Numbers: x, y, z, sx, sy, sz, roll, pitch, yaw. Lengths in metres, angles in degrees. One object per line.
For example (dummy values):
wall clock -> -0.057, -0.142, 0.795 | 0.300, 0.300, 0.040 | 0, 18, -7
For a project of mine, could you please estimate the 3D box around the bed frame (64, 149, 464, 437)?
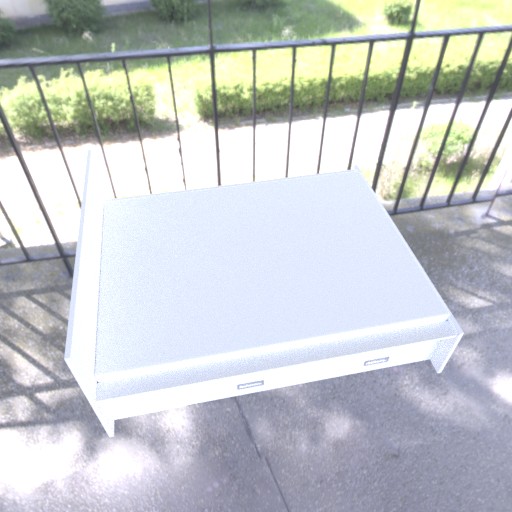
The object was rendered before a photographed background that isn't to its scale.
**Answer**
bed frame -> 0.000, 0.000, 2.820 | 1.960, 0.800, 1.622 | -8, 46, -8
